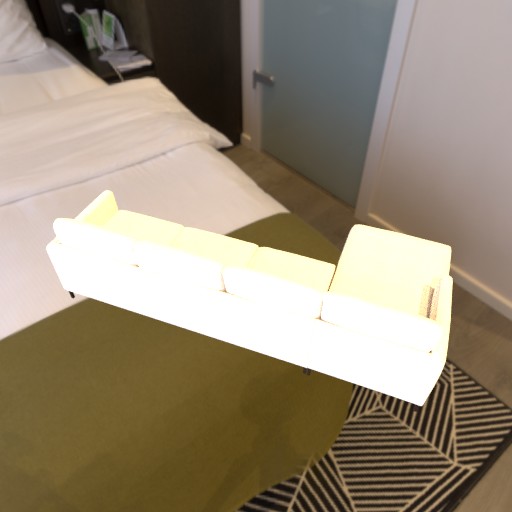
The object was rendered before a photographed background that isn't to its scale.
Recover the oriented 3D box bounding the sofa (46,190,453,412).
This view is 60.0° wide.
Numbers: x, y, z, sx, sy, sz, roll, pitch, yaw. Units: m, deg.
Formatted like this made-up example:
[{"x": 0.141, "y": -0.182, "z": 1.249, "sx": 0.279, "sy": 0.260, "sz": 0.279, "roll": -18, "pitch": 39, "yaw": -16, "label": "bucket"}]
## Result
[{"x": 0.000, "y": 0.000, "z": 3.843, "sx": 3.186, "sy": 0.875, "sz": 1.467, "roll": 15, "pitch": 47, "yaw": 15, "label": "sofa"}]
